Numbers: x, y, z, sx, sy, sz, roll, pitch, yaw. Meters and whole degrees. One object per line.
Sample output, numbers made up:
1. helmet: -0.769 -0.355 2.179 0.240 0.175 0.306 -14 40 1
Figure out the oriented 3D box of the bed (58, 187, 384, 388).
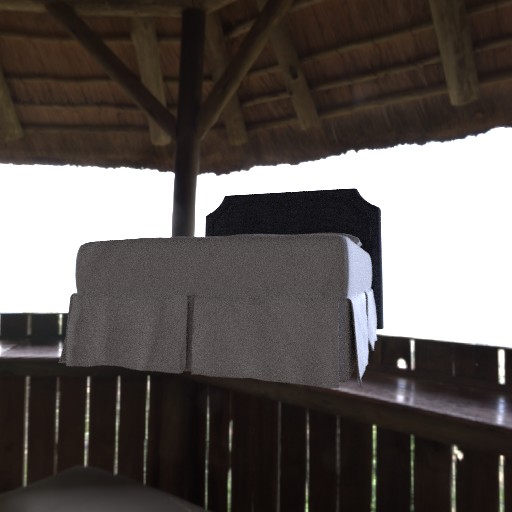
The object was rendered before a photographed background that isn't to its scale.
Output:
1. bed: 0.000 0.000 3.177 1.693 1.290 2.116 -1 -3 18
